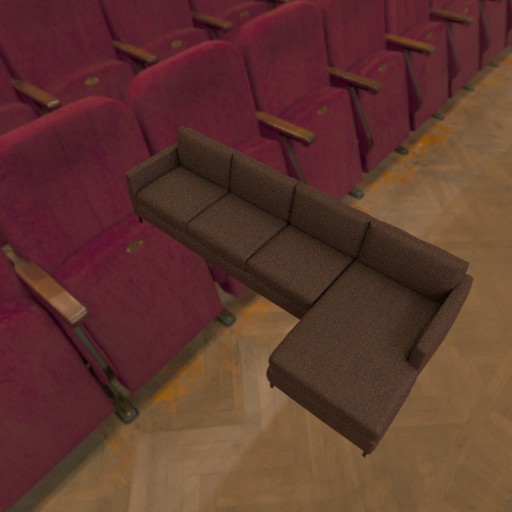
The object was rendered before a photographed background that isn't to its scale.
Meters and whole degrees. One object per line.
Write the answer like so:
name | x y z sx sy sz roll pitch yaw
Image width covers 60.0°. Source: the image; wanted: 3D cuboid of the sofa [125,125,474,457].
sofa | 0.000 0.000 3.860 3.221 0.892 1.483 31 54 26
